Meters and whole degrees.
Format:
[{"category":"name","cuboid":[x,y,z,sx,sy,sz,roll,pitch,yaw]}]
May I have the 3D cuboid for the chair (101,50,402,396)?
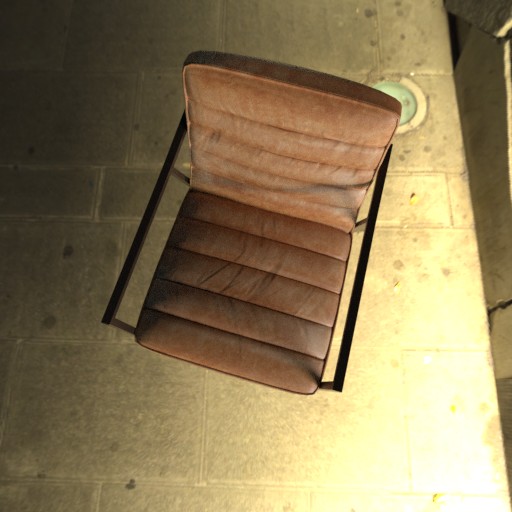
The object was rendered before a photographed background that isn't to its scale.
[{"category":"chair","cuboid":[0.000,0.000,1.266,0.571,0.832,0.677,15,75,4]}]
